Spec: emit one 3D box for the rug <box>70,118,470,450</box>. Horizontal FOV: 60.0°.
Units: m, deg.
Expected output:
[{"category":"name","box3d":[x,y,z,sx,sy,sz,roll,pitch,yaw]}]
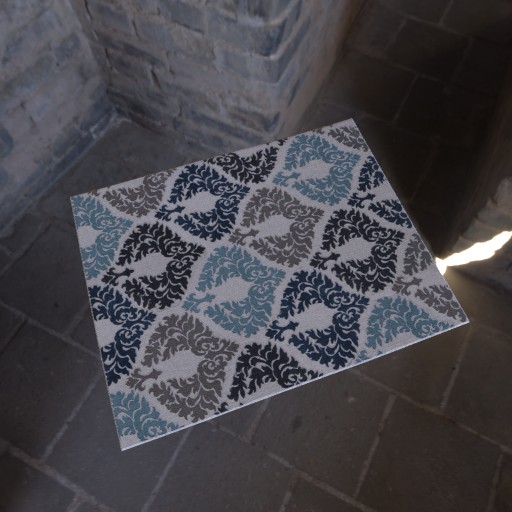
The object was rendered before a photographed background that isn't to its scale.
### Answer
[{"category":"rug","box3d":[0.000,0.000,4.070,3.040,0.014,2.423,-18,66,-8]}]
